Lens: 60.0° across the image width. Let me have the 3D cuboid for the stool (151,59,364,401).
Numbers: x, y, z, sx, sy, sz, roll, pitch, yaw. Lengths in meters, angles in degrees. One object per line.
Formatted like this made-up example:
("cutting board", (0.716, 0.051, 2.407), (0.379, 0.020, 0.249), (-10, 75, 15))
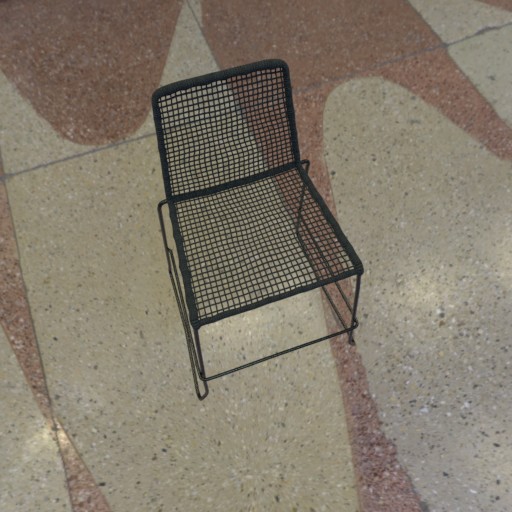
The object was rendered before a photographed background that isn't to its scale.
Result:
("stool", (0.000, 0.000, 1.256), (0.590, 0.905, 0.509), (-17, 65, -8))
